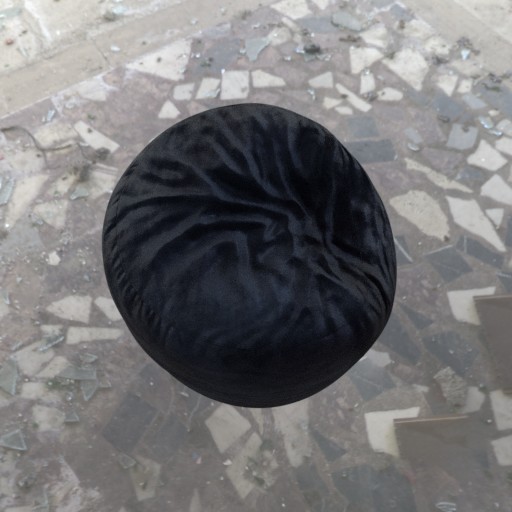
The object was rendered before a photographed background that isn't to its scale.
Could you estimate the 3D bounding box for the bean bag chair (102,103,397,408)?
[{"bbox_3d":[0.000,0.000,1.458,0.918,0.616,0.918,0,64,0],"label":"bean bag chair"}]
